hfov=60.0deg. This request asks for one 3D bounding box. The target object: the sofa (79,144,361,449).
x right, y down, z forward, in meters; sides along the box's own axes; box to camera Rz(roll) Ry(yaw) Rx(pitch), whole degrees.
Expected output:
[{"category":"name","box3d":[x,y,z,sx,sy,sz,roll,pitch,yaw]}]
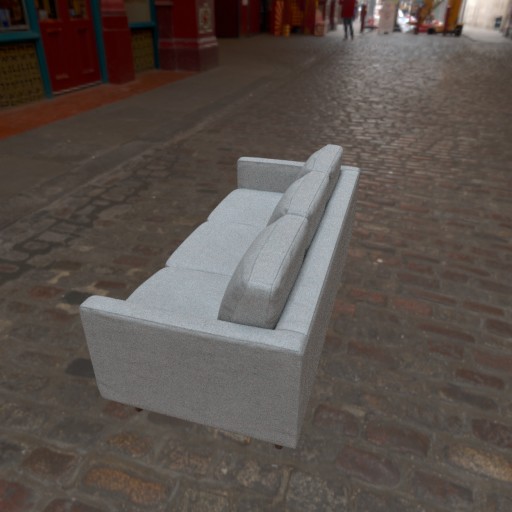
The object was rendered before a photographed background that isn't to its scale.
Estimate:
[{"category":"sofa","box3d":[0.000,0.000,2.559,0.944,0.918,1.983,9,31,15]}]
